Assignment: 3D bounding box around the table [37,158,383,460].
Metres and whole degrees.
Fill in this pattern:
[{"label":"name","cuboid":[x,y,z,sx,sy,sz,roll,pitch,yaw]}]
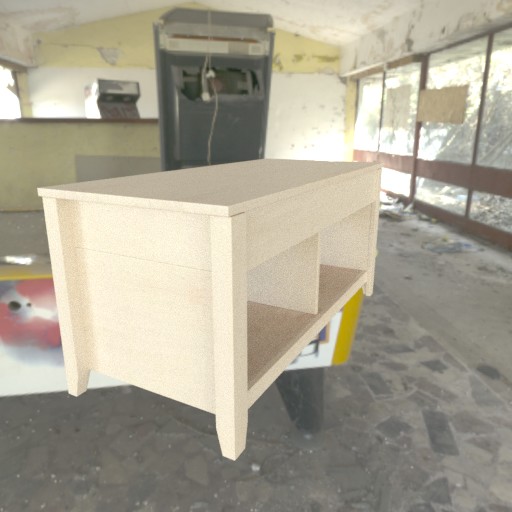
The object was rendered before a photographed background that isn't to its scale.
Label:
[{"label":"table","cuboid":[0.000,0.000,1.289,0.457,0.483,1.016,9,18,27]}]
